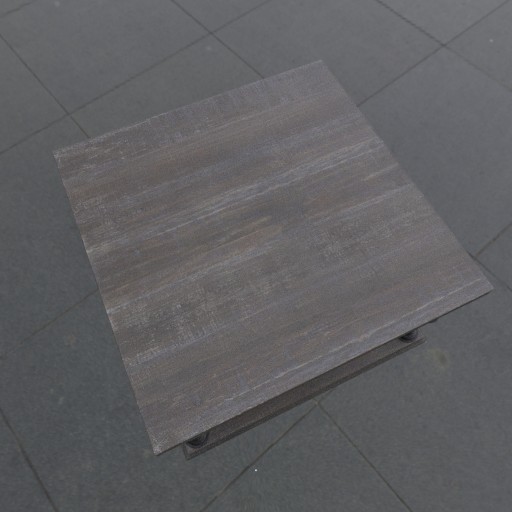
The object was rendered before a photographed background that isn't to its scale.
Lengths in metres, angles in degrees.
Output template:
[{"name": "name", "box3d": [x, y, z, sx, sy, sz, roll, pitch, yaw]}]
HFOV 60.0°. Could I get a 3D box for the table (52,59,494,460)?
[{"name": "table", "box3d": [0.000, 0.000, 1.113, 0.696, 0.400, 0.696, -23, 66, -11]}]
